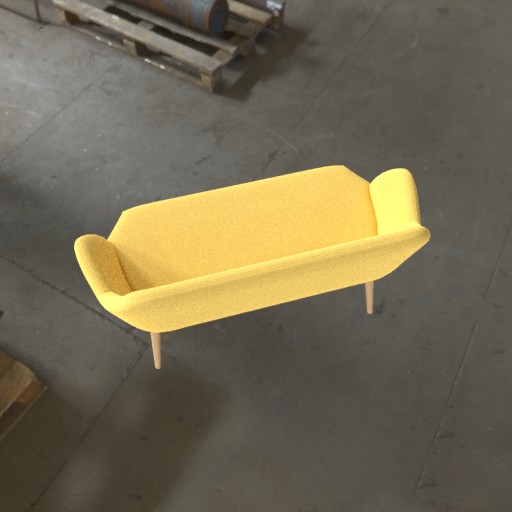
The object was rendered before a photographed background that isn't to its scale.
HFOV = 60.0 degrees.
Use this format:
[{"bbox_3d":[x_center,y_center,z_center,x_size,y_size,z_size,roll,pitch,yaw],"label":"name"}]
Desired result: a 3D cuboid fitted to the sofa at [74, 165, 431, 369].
[{"bbox_3d":[0.000,0.000,1.618,1.150,0.840,0.610,-13,60,-8],"label":"sofa"}]
